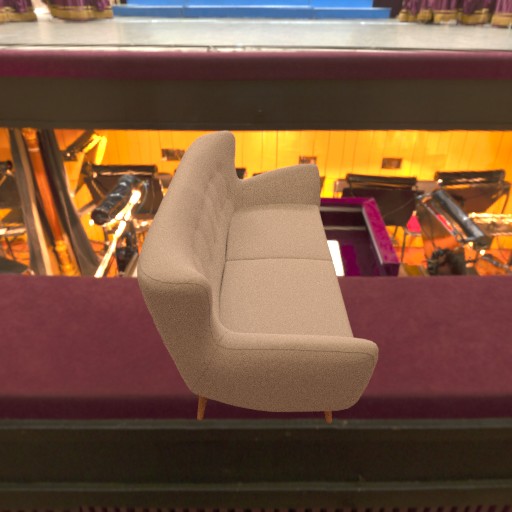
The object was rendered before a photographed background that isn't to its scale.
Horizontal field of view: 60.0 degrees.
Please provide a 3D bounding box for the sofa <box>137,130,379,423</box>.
[{"bbox_3d":[0.000,0.000,2.423,0.899,0.890,1.930,0,31,0],"label":"sofa"}]
